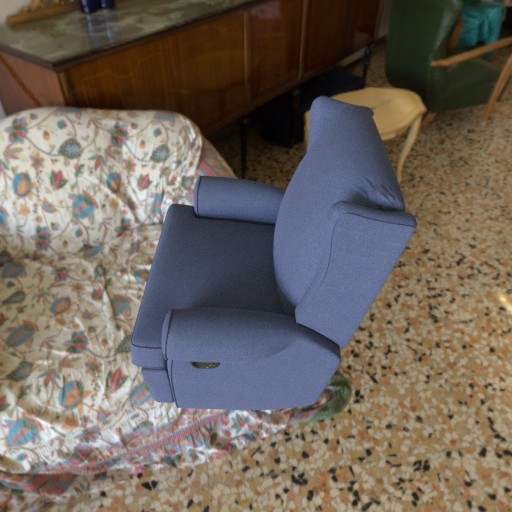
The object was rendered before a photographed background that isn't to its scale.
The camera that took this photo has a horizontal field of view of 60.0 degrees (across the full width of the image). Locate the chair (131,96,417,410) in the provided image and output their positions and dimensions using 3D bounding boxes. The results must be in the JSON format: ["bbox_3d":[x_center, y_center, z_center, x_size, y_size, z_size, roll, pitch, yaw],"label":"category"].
[{"bbox_3d":[0.000,0.000,1.743,0.877,1.020,0.971,1,42,1],"label":"chair"}]
